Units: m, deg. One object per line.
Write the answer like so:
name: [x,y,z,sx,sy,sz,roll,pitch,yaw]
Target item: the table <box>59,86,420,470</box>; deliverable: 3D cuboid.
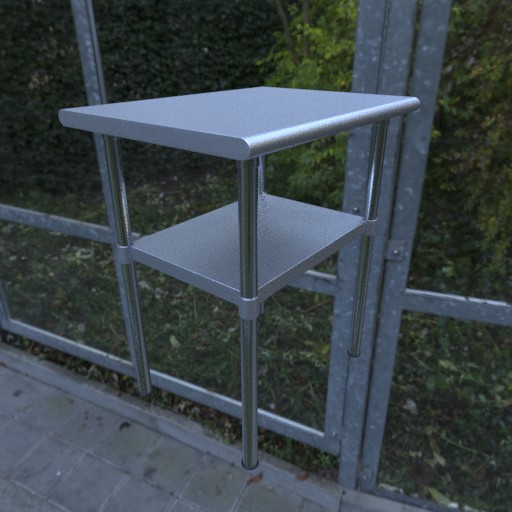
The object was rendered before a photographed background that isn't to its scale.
table: [0.000,0.000,1.331,0.584,0.876,0.762,19,32,34]
